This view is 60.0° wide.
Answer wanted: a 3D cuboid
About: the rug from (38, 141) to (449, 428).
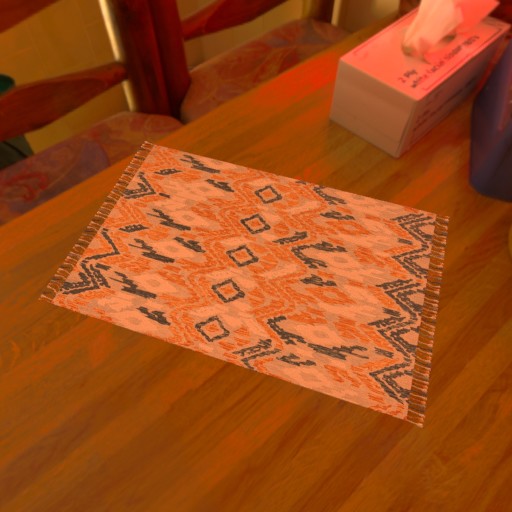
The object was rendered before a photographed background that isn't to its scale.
[{"bbox_3d":[0.000,0.000,3.006,2.428,0.010,1.533,16,58,10],"label":"rug"}]
